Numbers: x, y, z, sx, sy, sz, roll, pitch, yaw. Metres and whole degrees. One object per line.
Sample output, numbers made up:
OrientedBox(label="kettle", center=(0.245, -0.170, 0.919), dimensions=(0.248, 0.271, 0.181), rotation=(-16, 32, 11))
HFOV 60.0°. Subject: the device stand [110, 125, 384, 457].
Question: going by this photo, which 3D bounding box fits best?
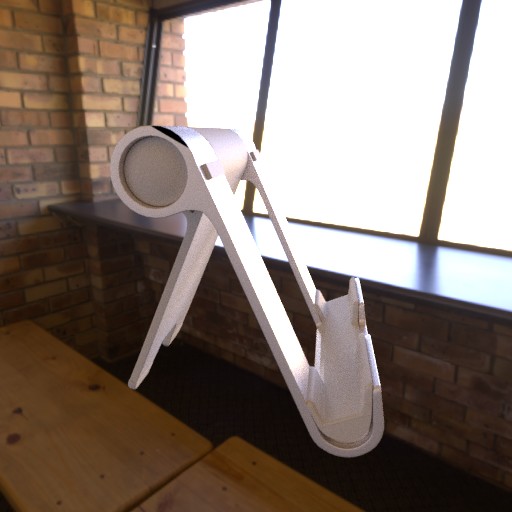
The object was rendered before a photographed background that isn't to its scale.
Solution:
OrientedBox(label="device stand", center=(0.000, 0.000, 0.150), dimensions=(0.079, 0.084, 0.086), rotation=(2, 16, 9))
